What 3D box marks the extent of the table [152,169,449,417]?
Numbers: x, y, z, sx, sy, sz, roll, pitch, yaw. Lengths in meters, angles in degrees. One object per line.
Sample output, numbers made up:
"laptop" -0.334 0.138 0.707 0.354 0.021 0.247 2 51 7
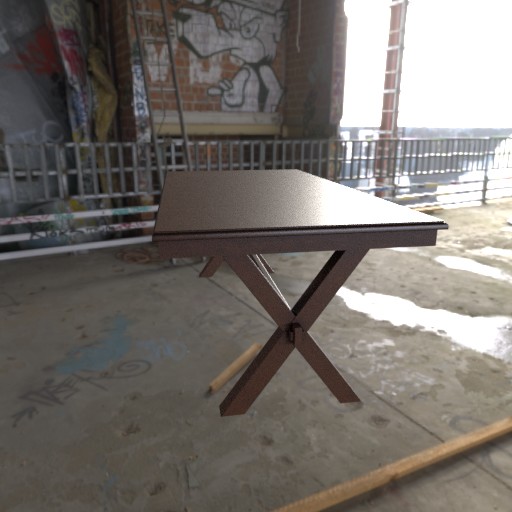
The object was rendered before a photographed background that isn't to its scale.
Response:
"table" 0.000 0.000 1.487 0.594 0.459 1.197 -3 16 -9
